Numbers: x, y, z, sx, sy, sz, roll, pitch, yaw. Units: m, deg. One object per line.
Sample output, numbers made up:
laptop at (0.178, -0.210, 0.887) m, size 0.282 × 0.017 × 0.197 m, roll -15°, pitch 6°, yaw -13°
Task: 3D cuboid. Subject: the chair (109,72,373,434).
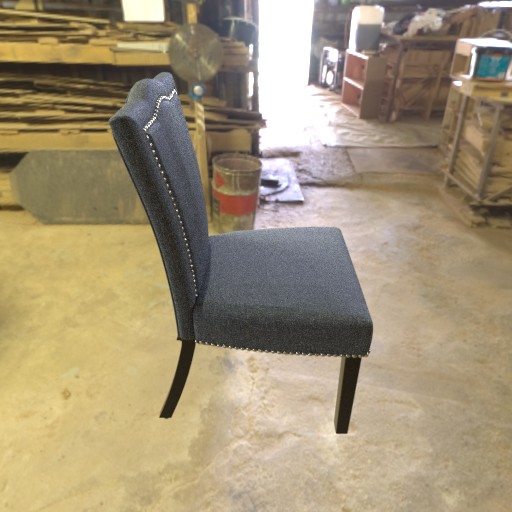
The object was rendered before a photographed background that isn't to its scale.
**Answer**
chair at (0.000, 0.000, 1.263) m, size 0.589 × 0.946 × 0.518 m, roll 0°, pitch 31°, yaw 0°
